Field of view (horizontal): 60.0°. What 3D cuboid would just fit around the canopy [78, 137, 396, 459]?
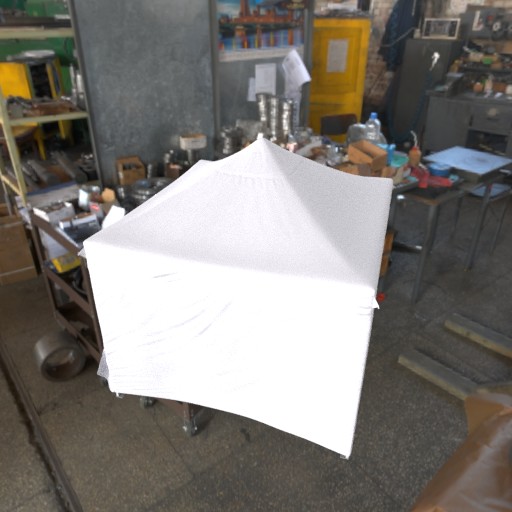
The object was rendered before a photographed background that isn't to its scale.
[{"bbox_3d":[0.000,0.000,5.626,3.121,2.997,3.043,9,31,16],"label":"canopy"}]
